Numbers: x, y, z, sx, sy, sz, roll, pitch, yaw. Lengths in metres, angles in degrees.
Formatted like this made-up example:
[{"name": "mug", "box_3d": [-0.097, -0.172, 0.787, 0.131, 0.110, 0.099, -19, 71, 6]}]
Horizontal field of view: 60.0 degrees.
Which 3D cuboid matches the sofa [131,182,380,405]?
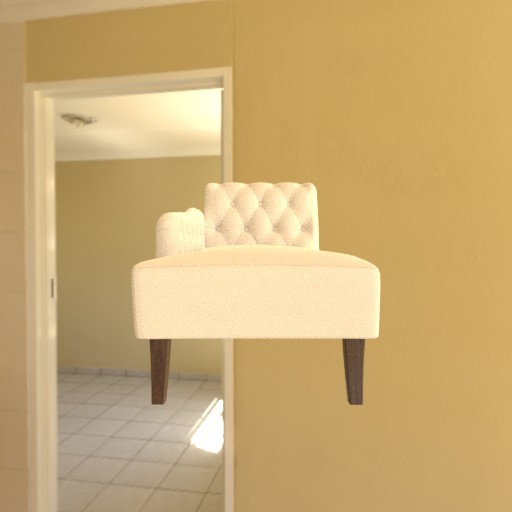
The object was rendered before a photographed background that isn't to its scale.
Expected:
[{"name": "sofa", "box_3d": [0.000, 0.000, 1.859, 0.675, 0.787, 1.379, 0, 1, 0]}]
